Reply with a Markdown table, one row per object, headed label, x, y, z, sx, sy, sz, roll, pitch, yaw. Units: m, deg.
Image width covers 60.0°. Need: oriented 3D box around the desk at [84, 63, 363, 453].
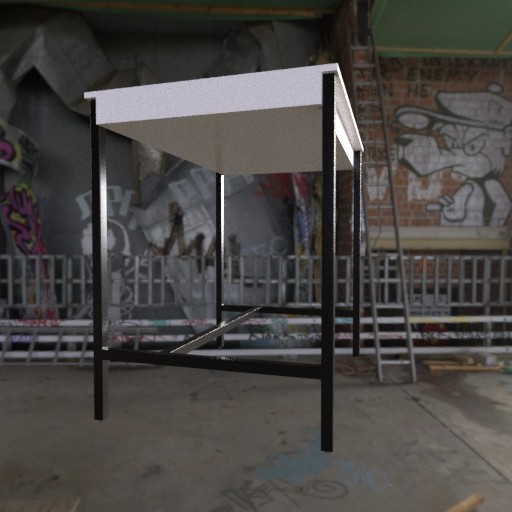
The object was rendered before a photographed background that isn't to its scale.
| label | x | y | z | sx | sy | sz | roll | pitch | yaw |
| --- | --- | --- | --- | --- | --- | --- | --- | --- | --- |
| desk | 0.000 | 0.000 | 1.328 | 0.573 | 0.766 | 0.811 | 1 | 2 | 17 |
